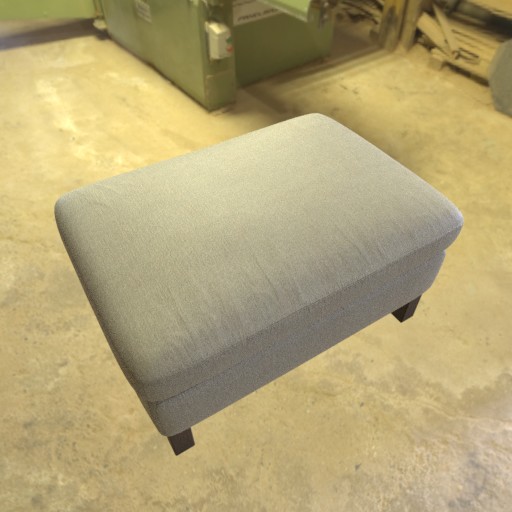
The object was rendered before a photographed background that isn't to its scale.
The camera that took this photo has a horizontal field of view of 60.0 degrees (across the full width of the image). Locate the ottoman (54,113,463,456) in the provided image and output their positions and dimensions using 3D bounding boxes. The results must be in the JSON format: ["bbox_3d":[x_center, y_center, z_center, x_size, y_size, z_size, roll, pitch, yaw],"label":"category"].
[{"bbox_3d":[0.000,0.000,1.018,0.735,0.404,0.528,-24,51,-21],"label":"ottoman"}]
